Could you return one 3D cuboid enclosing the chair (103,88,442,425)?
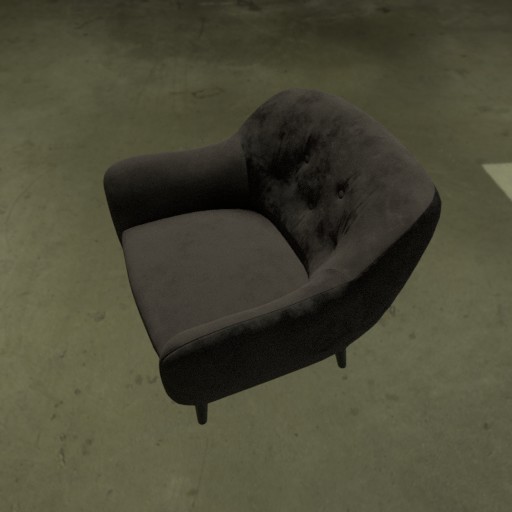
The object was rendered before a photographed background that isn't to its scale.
[{"bbox_3d":[0.000,0.000,1.463,0.819,0.807,0.840,-17,47,-16],"label":"chair"}]
